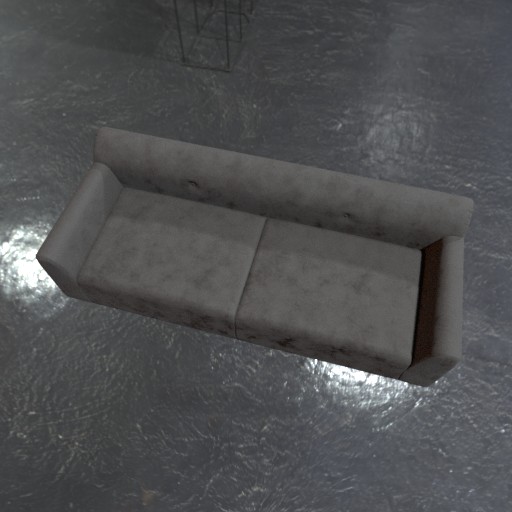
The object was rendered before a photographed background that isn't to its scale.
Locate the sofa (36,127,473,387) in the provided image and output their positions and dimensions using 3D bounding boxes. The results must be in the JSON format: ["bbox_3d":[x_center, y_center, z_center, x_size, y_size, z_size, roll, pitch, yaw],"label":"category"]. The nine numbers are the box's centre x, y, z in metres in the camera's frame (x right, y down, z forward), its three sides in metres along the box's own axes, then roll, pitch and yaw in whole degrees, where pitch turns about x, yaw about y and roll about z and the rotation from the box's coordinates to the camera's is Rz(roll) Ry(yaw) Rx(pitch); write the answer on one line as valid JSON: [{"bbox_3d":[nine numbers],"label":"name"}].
[{"bbox_3d":[0.000,0.000,2.584,2.190,0.740,0.900,13,59,8],"label":"sofa"}]
